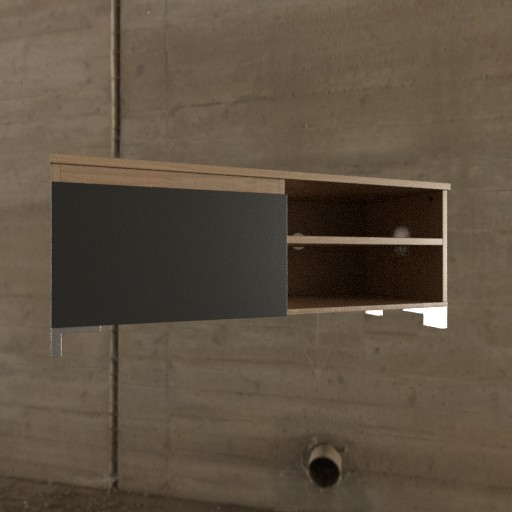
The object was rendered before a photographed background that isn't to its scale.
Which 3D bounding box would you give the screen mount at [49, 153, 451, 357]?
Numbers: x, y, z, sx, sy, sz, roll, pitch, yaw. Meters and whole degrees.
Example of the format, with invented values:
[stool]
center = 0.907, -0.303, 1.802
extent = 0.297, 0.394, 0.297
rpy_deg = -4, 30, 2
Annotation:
[screen mount]
center = 0.000, 0.000, 1.313
extent = 1.084, 0.432, 0.406
rpy_deg = 0, 0, -21
